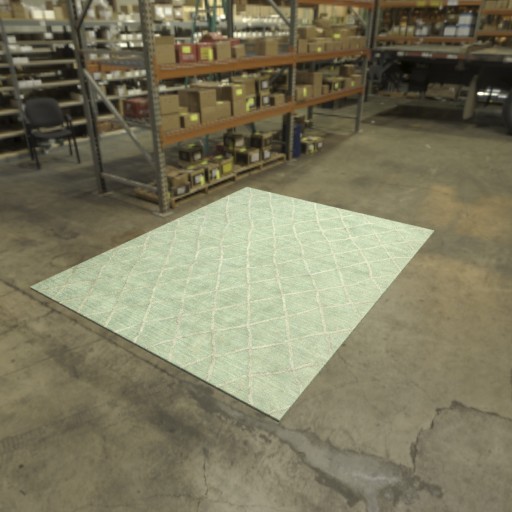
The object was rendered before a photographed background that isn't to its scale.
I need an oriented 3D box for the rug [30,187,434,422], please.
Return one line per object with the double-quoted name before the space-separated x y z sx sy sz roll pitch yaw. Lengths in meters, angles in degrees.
"rug" 0.000 0.000 4.131 2.420 0.019 3.039 18 33 30
